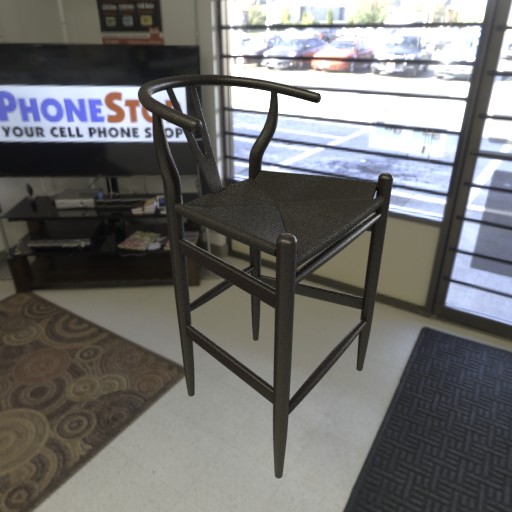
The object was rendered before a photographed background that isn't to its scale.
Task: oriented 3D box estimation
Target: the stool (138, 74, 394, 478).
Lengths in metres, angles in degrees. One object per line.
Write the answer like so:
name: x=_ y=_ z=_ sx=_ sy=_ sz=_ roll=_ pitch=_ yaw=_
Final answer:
stool: x=0.000 y=0.000 z=1.323 sx=0.579 sy=0.970 sz=0.569 roll=18 pitch=32 yaw=32
